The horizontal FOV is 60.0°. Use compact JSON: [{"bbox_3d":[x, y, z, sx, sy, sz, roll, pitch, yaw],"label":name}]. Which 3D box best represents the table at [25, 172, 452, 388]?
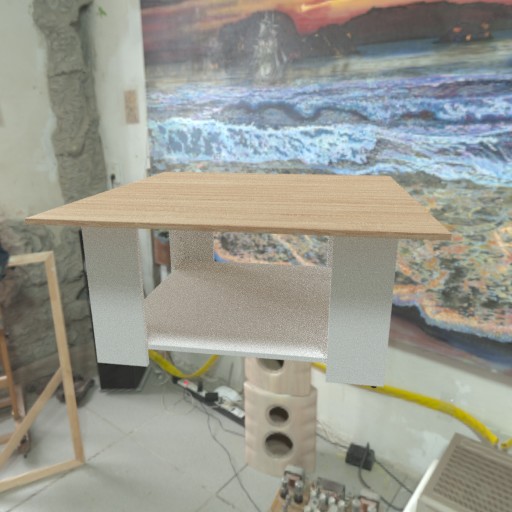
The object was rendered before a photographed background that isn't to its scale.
[{"bbox_3d":[0.000,0.000,1.043,0.670,0.305,0.670,3,18,8],"label":"table"}]
